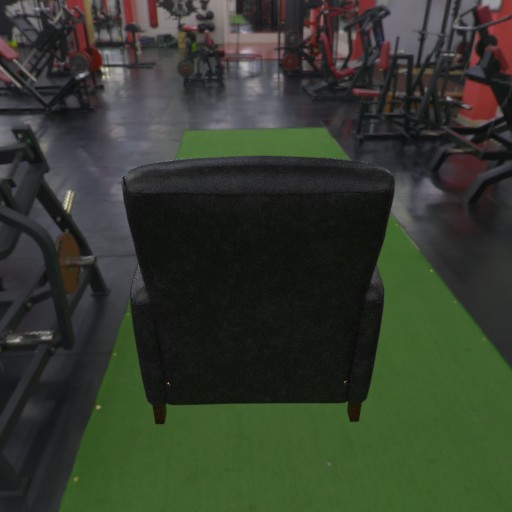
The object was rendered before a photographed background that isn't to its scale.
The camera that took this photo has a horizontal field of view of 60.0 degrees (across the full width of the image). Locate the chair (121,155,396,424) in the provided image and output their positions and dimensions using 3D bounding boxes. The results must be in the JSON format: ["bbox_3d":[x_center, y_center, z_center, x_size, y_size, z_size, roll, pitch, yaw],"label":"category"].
[{"bbox_3d":[0.000,0.000,1.670,0.848,1.014,0.864,0,30,-1],"label":"chair"}]
